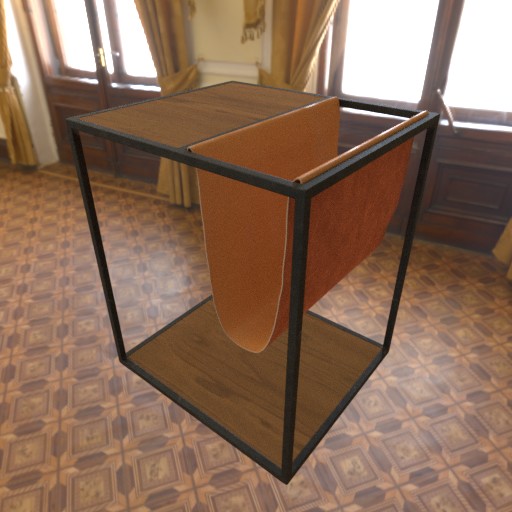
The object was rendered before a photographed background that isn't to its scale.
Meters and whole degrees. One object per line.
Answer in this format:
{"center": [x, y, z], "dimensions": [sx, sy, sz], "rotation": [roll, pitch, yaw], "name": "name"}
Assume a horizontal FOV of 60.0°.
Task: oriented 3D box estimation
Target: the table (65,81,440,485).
{"center": [0.000, 0.000, 0.847], "dimensions": [0.450, 0.536, 0.399], "rotation": [23, 39, 32], "name": "table"}
